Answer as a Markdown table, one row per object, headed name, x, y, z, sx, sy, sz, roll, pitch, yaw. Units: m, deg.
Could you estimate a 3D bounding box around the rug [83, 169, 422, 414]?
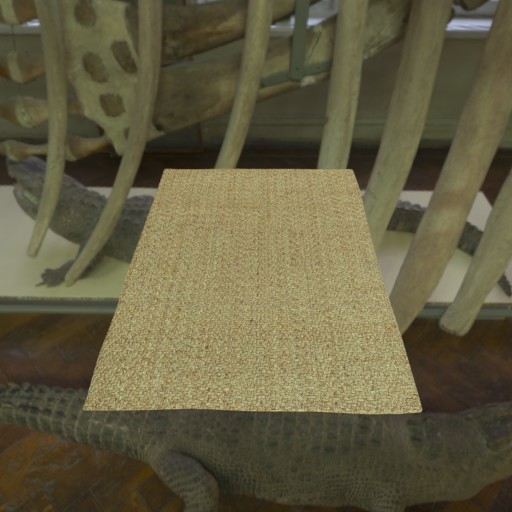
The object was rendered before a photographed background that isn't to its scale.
| name | x | y | z | sx | sy | sz | roll | pitch | yaw |
| --- | --- | --- | --- | --- | --- | --- | --- | --- | --- |
| rug | 0.000 | 0.000 | 2.791 | 1.566 | 0.013 | 2.141 | 0 | 41 | 0 |
